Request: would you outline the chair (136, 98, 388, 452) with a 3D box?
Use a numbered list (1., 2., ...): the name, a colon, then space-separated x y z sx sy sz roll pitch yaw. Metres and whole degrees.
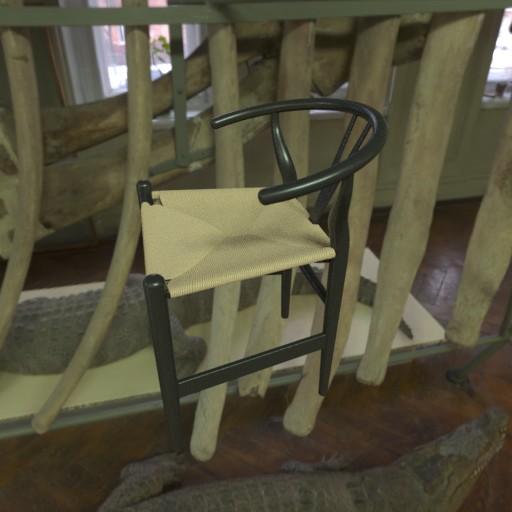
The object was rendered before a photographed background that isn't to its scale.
1. chair: 0.000 0.000 1.170 0.570 0.739 0.570 -8 32 -12
